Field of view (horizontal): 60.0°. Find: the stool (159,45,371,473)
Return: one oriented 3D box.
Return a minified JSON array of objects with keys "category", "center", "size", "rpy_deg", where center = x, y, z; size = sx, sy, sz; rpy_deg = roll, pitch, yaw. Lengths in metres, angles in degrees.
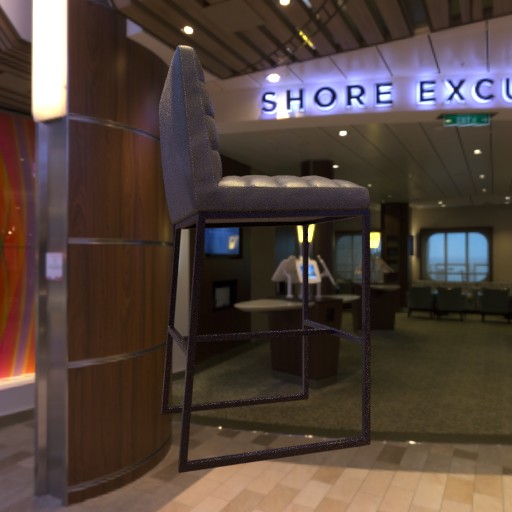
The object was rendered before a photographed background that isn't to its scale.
[{"category":"stool","center":[0.000,0.000,1.377],"size":[0.562,1.065,0.463],"rpy_deg":[0,0,-18]}]
